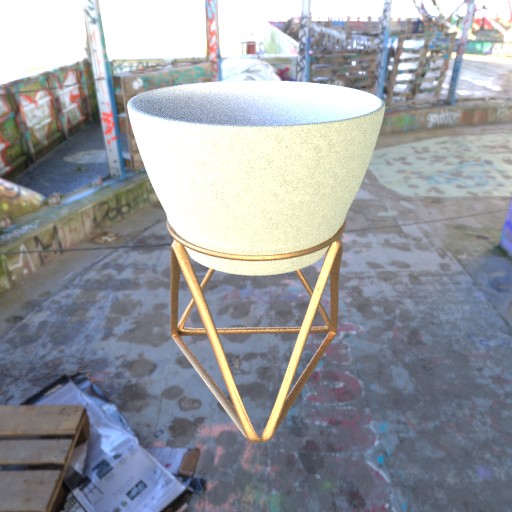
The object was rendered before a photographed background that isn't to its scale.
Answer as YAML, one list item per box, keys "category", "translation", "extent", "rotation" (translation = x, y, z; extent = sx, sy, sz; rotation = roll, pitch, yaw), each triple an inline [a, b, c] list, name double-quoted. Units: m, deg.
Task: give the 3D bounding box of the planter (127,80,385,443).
- category: "planter"
  translation: [0.000, 0.000, 0.739]
  extent: [0.350, 0.504, 0.350]
  rotation: [-1, 29, -1]
